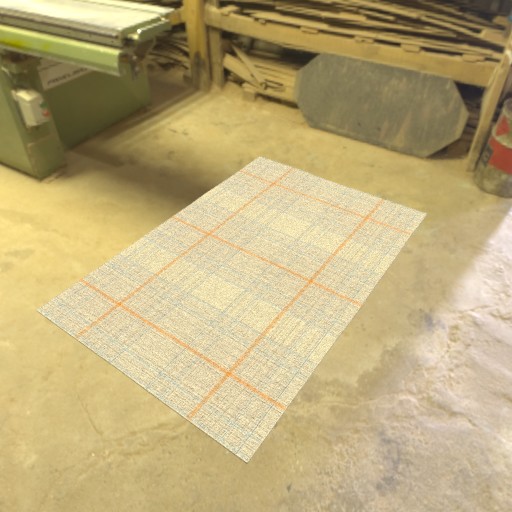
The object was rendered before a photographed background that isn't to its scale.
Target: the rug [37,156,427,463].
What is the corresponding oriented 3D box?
[{"bbox_3d":[0.000,0.000,2.367,1.232,0.015,1.825,25,47,26],"label":"rug"}]
